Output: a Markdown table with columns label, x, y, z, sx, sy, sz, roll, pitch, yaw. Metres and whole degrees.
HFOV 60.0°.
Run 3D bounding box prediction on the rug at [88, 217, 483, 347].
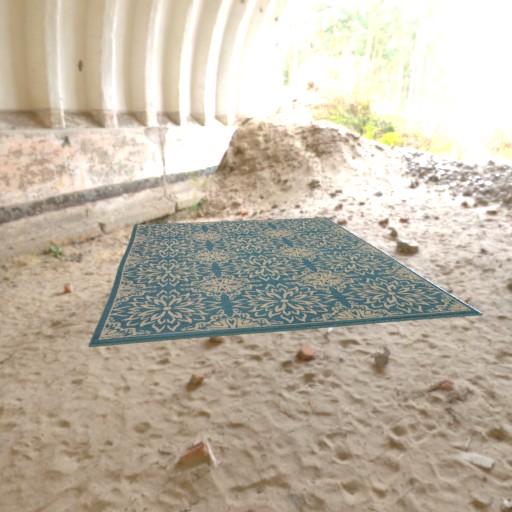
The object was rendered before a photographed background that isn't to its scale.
| label | x | y | z | sx | sy | sz | roll | pitch | yaw |
| --- | --- | --- | --- | --- | --- | --- | --- | --- | --- |
| rug | 0.000 | 0.000 | 3.960 | 2.350 | 0.018 | 2.964 | -3 | 17 | -10 |
